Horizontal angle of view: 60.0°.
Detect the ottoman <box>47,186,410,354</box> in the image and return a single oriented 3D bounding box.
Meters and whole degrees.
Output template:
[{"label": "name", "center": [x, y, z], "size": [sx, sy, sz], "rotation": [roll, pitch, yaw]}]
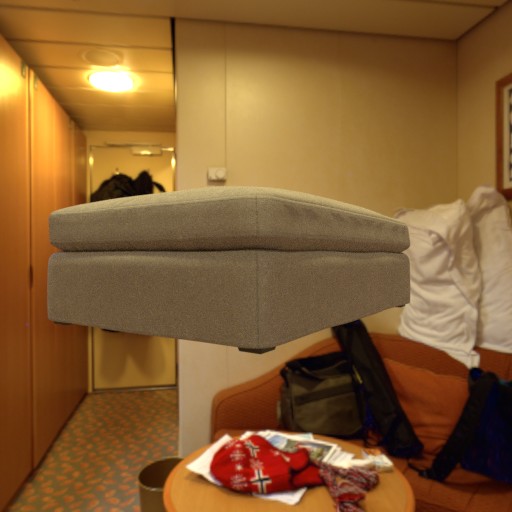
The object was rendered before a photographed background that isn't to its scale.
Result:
[{"label": "ottoman", "center": [0.000, 0.000, 1.645], "size": [0.840, 0.429, 1.199], "rotation": [0, 0, 34]}]
